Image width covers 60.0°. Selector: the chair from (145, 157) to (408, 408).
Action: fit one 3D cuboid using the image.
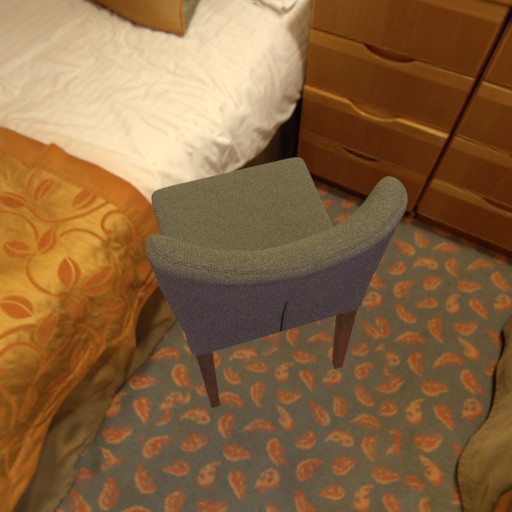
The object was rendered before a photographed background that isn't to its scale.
[{"bbox_3d":[0.000,0.000,1.185,0.491,0.839,0.589,-15,59,-9],"label":"chair"}]
